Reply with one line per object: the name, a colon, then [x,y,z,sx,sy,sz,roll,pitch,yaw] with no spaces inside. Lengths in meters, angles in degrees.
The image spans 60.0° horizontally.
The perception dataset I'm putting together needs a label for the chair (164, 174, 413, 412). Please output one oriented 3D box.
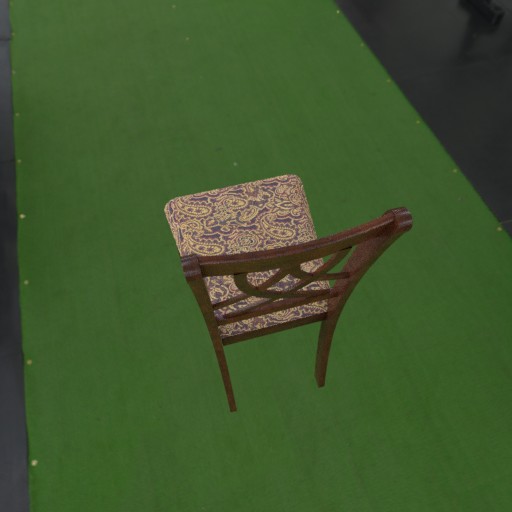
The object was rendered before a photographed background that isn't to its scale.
chair: [0.000,0.000,1.263,0.457,0.965,0.584,-13,59,-8]
